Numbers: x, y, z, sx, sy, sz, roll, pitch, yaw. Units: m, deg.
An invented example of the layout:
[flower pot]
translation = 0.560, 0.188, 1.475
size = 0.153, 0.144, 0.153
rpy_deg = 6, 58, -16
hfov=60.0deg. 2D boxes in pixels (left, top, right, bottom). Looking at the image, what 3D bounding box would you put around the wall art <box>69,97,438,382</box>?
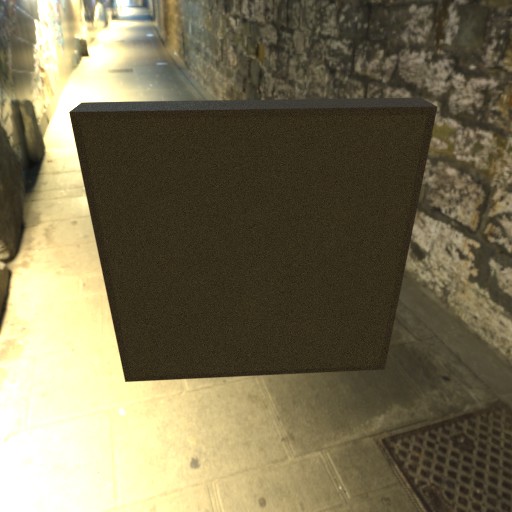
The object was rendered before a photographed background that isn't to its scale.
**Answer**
[wall art]
translation = 0.000, 0.000, 0.458
size = 0.304, 0.303, 0.038
rpy_deg = -2, 31, -3
